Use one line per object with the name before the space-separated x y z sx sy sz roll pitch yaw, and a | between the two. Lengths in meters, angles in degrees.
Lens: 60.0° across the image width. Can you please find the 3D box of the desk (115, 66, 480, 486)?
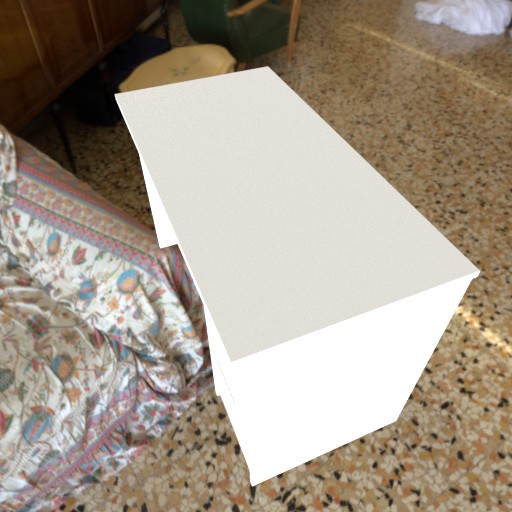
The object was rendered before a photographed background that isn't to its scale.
desk | 0.000 0.000 1.470 0.560 0.735 1.097 -17 49 -16
